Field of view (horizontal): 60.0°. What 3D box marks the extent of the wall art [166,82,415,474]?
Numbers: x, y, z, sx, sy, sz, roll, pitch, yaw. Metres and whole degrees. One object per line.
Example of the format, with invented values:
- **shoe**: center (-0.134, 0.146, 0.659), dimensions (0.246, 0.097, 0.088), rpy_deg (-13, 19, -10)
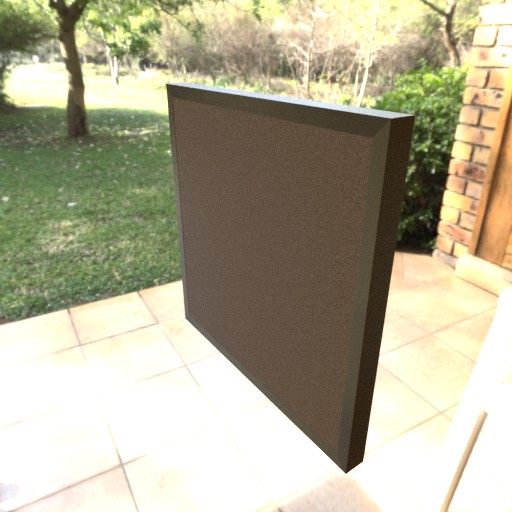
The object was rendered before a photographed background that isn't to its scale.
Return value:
- **wall art**: center (0.000, 0.000, 0.741), dimensions (0.038, 0.508, 0.507), rpy_deg (-17, 31, -32)
